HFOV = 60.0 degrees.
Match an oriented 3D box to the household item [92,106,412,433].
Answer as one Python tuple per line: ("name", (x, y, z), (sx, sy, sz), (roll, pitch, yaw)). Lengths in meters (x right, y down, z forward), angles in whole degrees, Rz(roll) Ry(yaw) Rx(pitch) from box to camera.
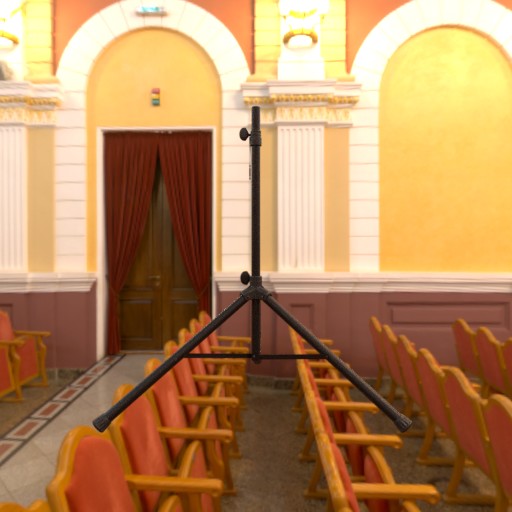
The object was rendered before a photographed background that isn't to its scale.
("household item", (0.000, 0.000, 1.849), (1.045, 1.136, 0.907), (0, 1, 2))
